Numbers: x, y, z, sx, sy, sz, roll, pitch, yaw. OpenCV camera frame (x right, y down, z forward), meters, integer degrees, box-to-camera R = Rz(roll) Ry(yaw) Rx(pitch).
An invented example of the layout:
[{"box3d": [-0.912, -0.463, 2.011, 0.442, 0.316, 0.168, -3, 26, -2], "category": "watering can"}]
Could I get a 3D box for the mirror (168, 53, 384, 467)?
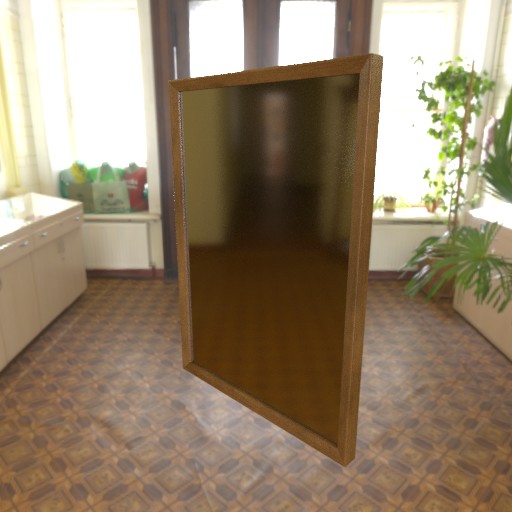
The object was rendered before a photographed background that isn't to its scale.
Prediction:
[{"box3d": [0.000, 0.000, 0.914, 0.508, 0.711, 0.039, 15, 22, 43], "category": "mirror"}]
